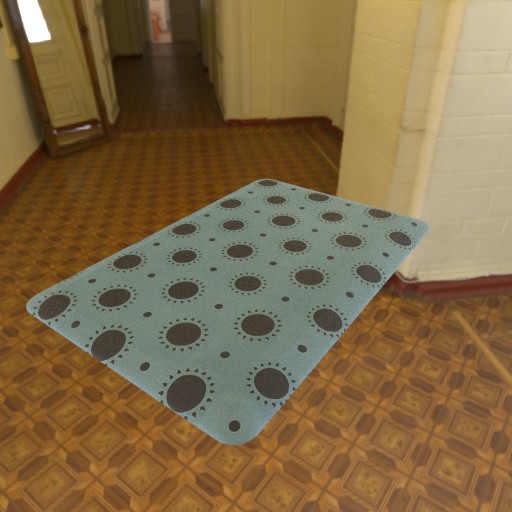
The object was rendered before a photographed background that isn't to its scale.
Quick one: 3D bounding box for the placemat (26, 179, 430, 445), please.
[{"bbox_3d":[0.000,0.000,0.930,0.508,0.021,0.762,21,37,30],"label":"placemat"}]
